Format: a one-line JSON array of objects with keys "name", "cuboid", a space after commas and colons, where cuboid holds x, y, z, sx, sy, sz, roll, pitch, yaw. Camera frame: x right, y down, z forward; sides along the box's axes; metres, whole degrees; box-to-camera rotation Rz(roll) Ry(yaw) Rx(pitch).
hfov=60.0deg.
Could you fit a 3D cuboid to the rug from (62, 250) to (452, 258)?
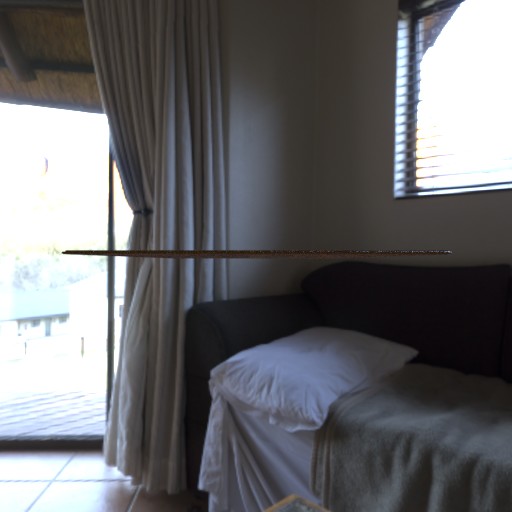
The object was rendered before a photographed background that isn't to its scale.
[{"name": "rug", "cuboid": [0.000, 0.000, 2.176, 1.148, 0.013, 1.758, 0, -1, 0]}]
